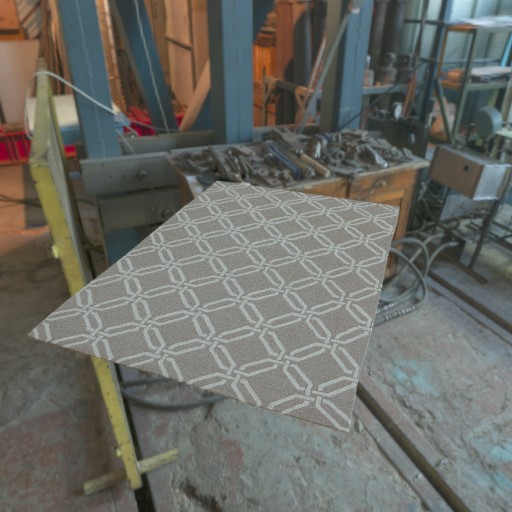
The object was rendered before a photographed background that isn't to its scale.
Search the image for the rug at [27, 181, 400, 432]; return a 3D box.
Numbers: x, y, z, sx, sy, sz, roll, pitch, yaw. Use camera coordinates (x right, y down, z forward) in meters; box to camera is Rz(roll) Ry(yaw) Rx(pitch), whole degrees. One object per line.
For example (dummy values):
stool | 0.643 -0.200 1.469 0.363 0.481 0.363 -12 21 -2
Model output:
rug | 0.000 0.000 2.698 1.524 0.013 2.135 11 32 18
